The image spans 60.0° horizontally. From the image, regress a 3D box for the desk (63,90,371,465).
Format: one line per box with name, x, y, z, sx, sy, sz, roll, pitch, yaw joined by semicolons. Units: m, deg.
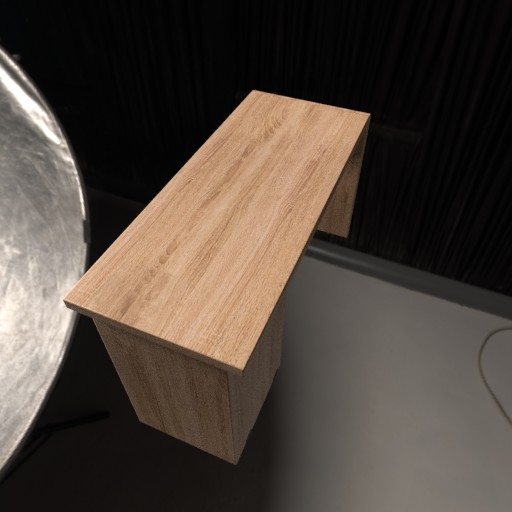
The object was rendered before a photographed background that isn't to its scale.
desk;0.000;0.000;1.723;0.500;0.750;1.300;17;49;16
